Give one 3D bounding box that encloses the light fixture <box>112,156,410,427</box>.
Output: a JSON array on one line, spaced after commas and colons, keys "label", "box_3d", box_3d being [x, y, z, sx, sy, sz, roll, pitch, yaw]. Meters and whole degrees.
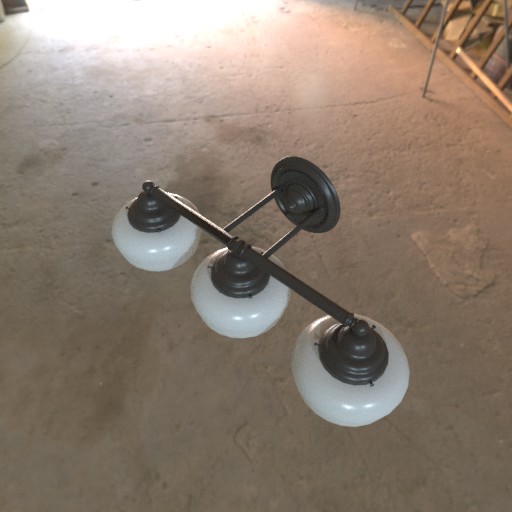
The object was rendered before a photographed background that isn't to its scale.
[{"label": "light fixture", "box_3d": [0.000, 0.000, 0.711, 0.587, 0.242, 0.239, 33, 56, 27]}]
